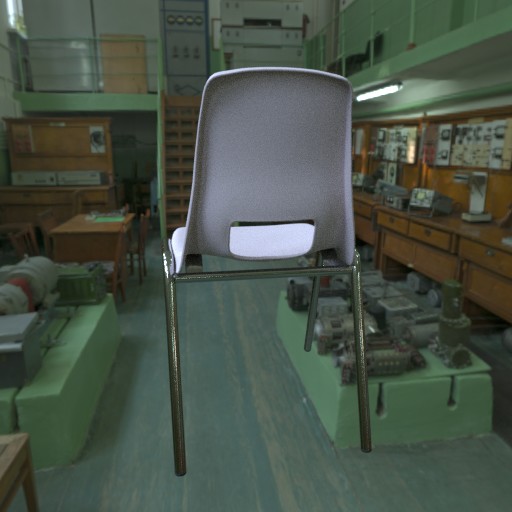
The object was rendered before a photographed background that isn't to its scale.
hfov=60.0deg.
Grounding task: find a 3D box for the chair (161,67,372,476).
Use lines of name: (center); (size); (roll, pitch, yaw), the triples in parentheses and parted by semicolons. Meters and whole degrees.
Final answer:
chair: (0.000, 0.000, 0.904); (0.381, 0.653, 0.436); (-3, 14, -10)
